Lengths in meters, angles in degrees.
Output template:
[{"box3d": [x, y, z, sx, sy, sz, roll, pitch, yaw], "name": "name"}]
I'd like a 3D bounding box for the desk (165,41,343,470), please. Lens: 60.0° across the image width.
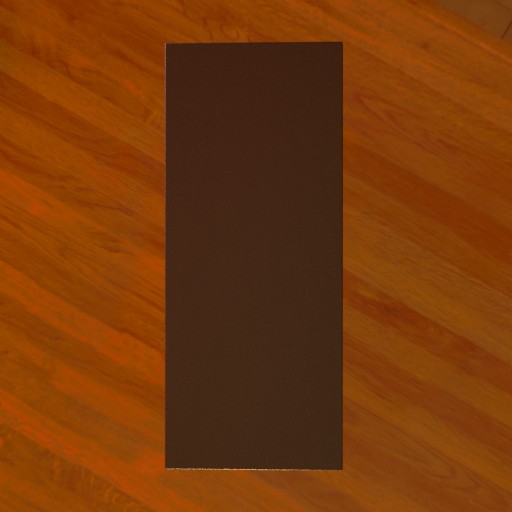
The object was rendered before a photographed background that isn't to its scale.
[{"box3d": [0.000, 0.000, 1.649, 0.508, 0.775, 1.220, 0, 90, 1], "name": "desk"}]
